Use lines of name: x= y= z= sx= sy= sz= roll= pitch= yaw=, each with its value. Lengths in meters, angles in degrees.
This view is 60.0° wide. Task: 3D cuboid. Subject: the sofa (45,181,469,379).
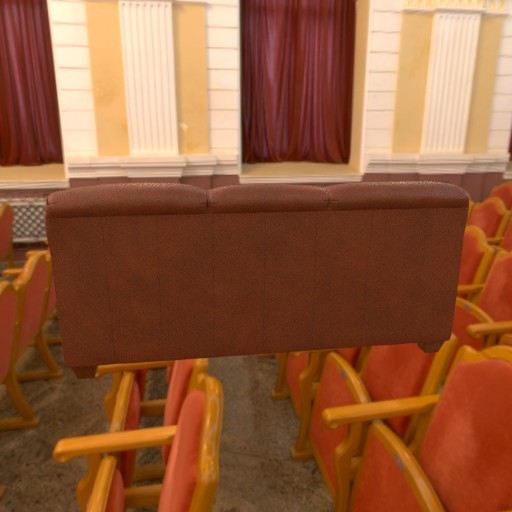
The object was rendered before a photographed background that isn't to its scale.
sofa: x=0.000 y=0.000 z=2.614 sx=2.039 sy=0.953 sz=1.008 roll=-2 pitch=16 yaw=-8
